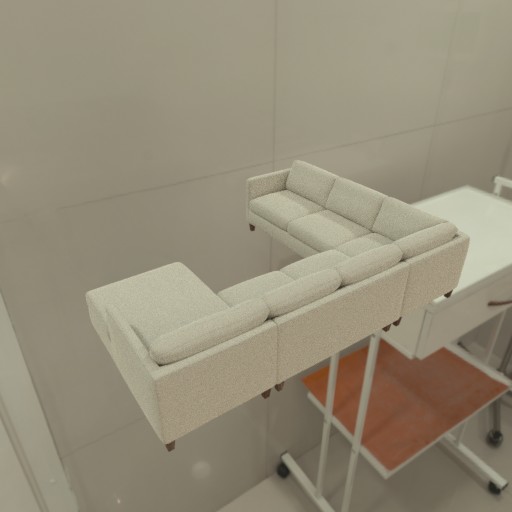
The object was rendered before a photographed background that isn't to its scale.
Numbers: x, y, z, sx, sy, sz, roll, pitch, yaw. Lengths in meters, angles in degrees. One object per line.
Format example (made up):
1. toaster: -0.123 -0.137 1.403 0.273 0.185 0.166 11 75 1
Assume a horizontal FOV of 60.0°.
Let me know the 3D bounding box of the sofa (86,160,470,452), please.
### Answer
1. sofa: 0.000 0.000 4.402 3.238 0.853 2.551 -19 35 -30
